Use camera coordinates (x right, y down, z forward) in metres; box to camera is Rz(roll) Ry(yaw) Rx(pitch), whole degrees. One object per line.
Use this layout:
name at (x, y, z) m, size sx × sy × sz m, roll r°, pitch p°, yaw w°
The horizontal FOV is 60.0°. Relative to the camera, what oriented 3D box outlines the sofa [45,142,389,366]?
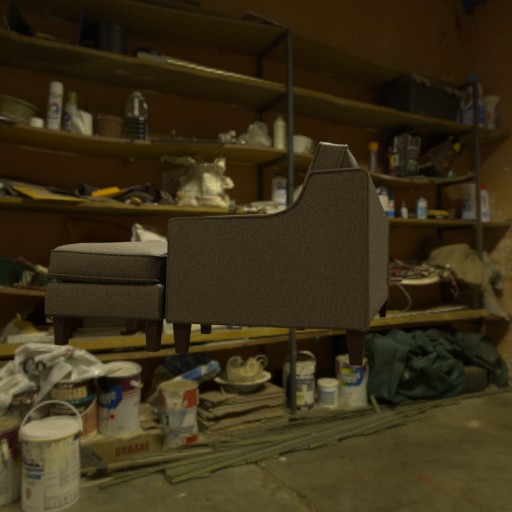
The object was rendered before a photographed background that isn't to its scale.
sofa at (0.000, 0.000, 3.341) m, size 1.858 × 1.081 × 2.317 m, roll -1°, pitch -2°, yaw 19°
